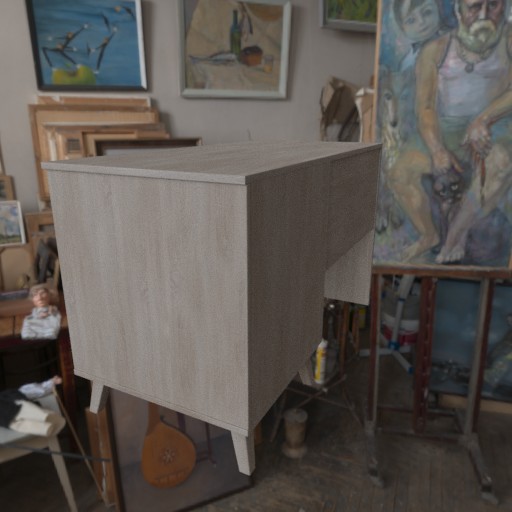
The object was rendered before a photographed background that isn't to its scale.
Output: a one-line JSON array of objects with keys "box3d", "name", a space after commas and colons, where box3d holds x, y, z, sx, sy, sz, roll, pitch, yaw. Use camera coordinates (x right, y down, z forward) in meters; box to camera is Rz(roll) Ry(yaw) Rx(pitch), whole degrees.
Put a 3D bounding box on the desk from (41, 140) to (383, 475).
[{"box3d": [0.000, 0.000, 1.653, 0.600, 0.770, 1.251, 9, 20, 26], "name": "desk"}]
